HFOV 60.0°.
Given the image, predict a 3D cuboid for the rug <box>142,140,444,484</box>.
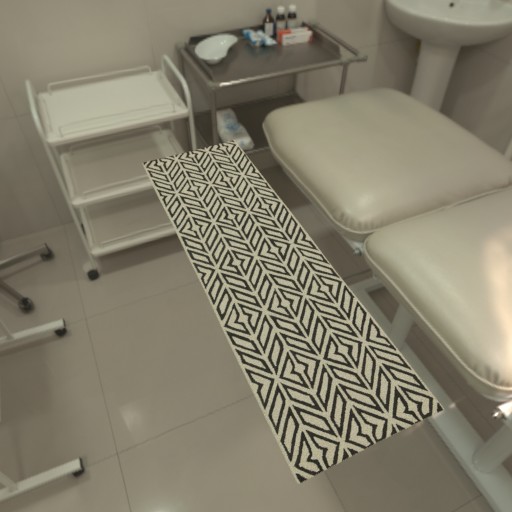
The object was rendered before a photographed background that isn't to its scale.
[{"bbox_3d":[0.000,0.000,2.647,0.750,0.009,2.435,-19,49,-17],"label":"rug"}]
